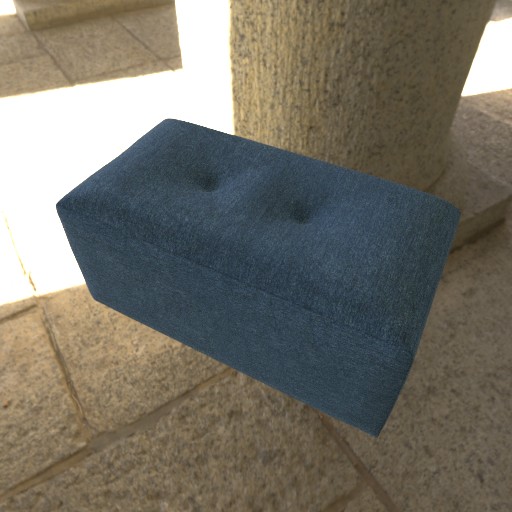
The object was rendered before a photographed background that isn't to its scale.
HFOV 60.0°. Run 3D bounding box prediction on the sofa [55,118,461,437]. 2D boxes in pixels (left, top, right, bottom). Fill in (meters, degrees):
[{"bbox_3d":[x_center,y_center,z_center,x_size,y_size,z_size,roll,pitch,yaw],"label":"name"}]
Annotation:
[{"bbox_3d":[0.000,0.000,1.225,0.930,0.470,0.480,21,50,19],"label":"sofa"}]
